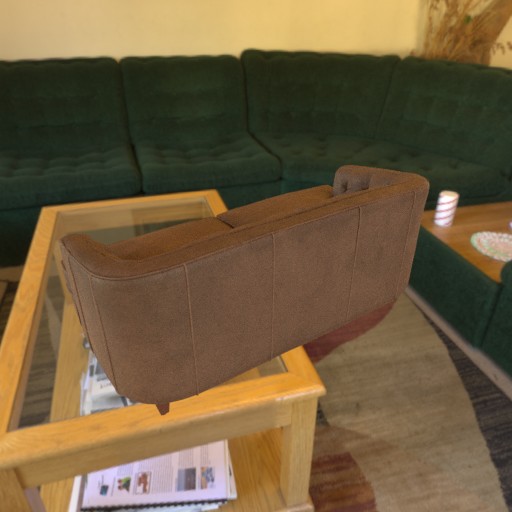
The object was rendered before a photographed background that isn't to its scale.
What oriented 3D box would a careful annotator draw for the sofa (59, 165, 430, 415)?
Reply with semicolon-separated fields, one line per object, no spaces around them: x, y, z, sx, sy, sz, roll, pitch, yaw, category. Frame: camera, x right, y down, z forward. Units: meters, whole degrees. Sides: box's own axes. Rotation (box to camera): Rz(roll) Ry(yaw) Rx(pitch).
0.000;0.000;2.300;1.767;0.799;0.917;-19;36;-28;sofa
